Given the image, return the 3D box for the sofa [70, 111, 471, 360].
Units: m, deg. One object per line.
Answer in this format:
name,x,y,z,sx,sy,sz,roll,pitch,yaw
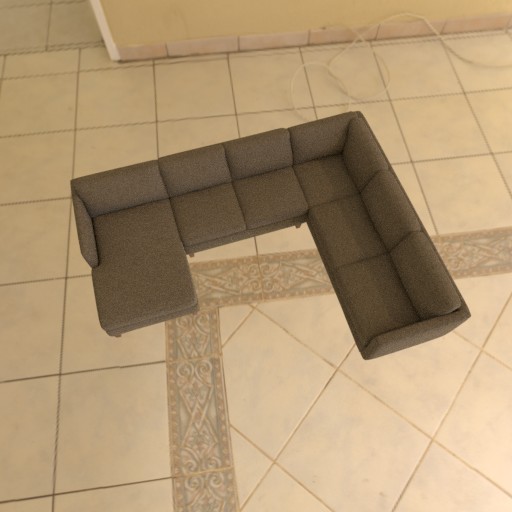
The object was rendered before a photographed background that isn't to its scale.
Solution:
sofa,0.000,0.000,4.440,3.238,0.853,2.551,-16,65,-7
